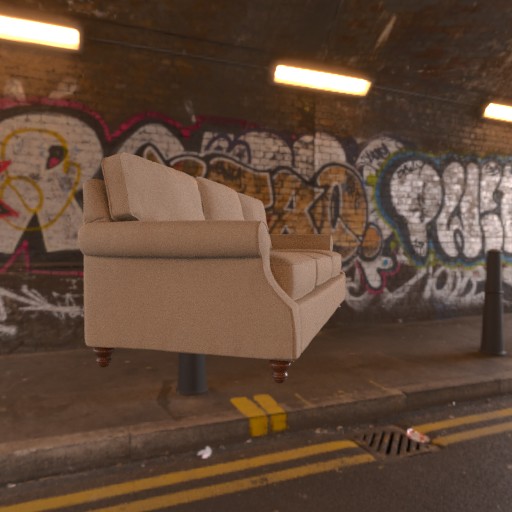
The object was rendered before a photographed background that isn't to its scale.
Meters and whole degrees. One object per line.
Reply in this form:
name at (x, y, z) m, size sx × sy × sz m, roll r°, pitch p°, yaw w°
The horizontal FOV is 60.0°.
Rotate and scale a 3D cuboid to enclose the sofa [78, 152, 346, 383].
sofa at (0.000, 0.000, 2.827) m, size 0.966 × 0.948 × 2.354 m, roll 0°, pitch 1°, yaw 16°
